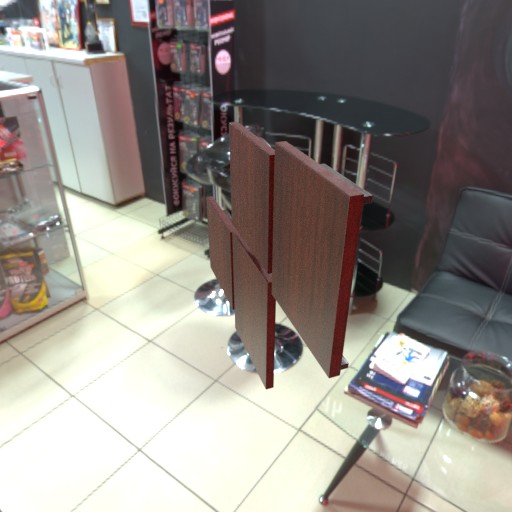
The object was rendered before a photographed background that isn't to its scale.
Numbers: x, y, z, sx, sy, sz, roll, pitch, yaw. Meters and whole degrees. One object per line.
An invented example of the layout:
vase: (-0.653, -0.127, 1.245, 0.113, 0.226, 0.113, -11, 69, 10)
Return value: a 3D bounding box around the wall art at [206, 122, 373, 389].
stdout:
wall art: (0.000, 0.000, 0.831, 0.030, 0.497, 0.635, -10, 32, -17)
